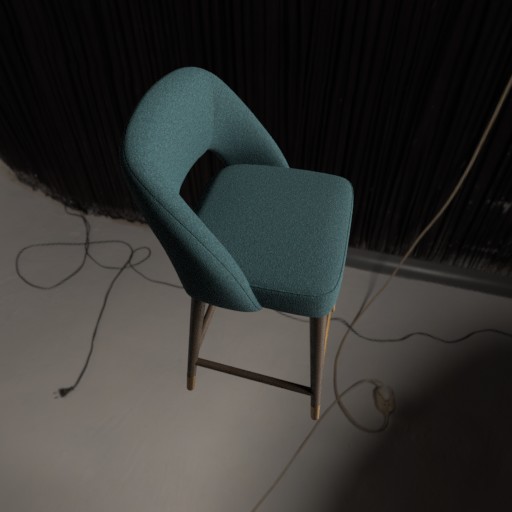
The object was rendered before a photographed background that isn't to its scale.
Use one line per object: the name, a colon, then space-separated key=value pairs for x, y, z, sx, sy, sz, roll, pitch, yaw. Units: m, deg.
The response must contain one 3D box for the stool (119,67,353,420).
stool: x=0.000 y=0.000 z=1.275 sx=0.522 sy=0.939 sz=0.536 roll=10 pitch=47 yaw=9
